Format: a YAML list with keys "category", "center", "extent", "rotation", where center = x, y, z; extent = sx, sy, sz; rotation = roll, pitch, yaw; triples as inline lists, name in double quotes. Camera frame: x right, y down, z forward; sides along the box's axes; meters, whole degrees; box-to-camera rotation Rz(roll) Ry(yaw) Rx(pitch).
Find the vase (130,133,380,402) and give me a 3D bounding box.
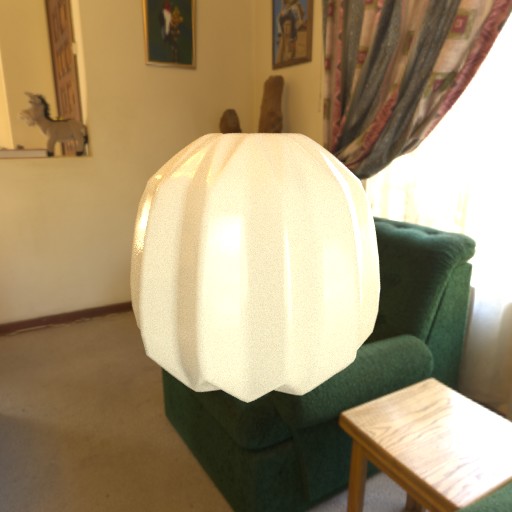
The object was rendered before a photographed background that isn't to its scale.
- category: "vase"
  center: [0.000, 0.000, 0.251]
  extent: [0.139, 0.134, 0.139]
  rotation: [0, 15, 0]
